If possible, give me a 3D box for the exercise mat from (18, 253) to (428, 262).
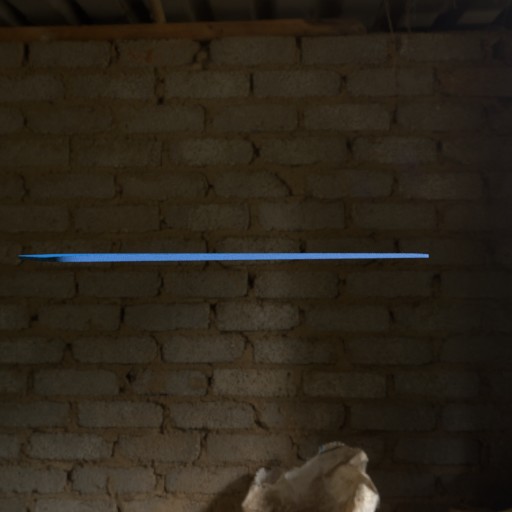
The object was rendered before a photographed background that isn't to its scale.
[{"bbox_3d":[0.000,0.000,2.022,1.869,0.021,0.616,0,1,-37],"label":"exercise mat"}]
